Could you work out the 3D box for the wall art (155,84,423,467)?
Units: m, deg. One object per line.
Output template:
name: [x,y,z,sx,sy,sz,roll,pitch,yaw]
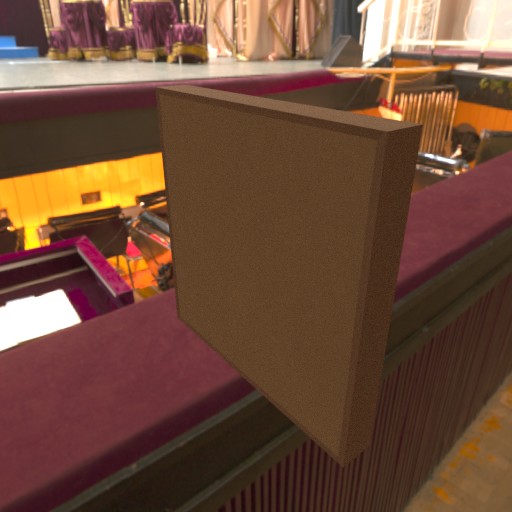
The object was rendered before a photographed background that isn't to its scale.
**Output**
wall art: [0.000,0.000,0.455,0.038,0.303,0.304,-20,33,-34]
